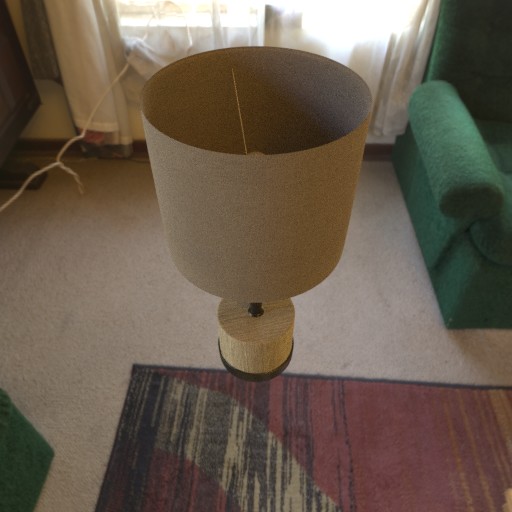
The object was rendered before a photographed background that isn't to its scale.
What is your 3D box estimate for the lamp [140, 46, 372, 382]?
[{"bbox_3d":[0.000,0.000,0.607,0.229,0.470,0.229,-11,47,-10],"label":"lamp"}]
